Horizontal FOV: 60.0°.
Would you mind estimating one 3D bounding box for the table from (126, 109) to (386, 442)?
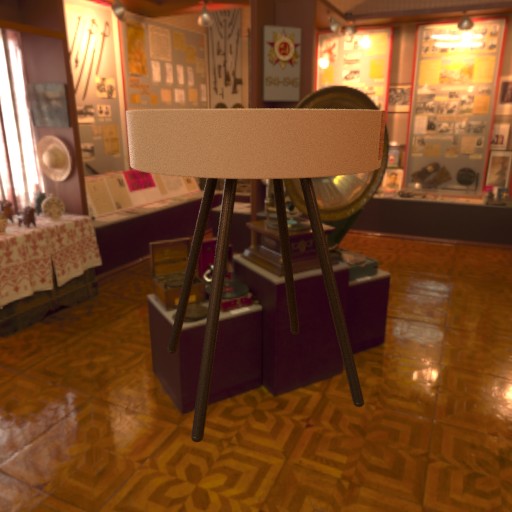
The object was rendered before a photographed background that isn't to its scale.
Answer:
[{"bbox_3d":[0.000,0.000,0.845,0.450,0.525,0.450,0,17,0],"label":"table"}]
